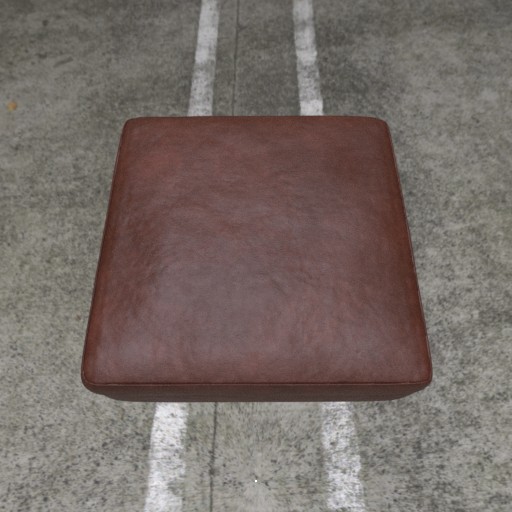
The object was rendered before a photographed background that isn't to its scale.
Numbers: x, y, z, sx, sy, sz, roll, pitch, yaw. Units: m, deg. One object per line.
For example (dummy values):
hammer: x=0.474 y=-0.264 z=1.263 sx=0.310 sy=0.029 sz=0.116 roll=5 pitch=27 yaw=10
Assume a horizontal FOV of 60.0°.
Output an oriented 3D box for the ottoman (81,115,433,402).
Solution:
ottoman: x=0.000 y=0.000 z=1.324 sx=0.844 sy=0.415 sz=0.836 roll=0 pitch=63 yaw=0
